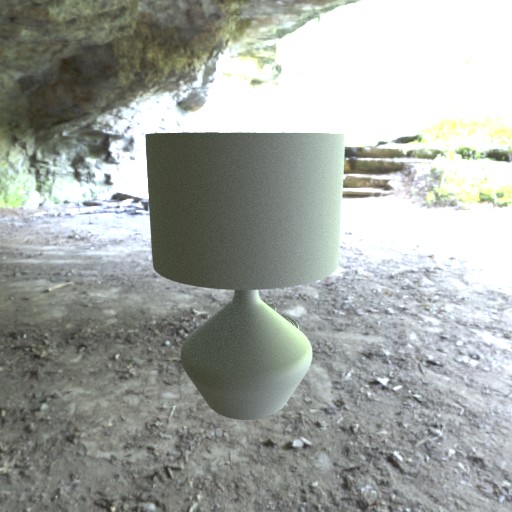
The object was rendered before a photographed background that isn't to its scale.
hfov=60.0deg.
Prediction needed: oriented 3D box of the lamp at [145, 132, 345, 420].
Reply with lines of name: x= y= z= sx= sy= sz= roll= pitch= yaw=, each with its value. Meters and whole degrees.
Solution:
lamp: x=0.000 y=0.000 z=0.870 sx=0.401 sy=0.457 sz=0.546 roll=8 pitch=16 yaw=28
